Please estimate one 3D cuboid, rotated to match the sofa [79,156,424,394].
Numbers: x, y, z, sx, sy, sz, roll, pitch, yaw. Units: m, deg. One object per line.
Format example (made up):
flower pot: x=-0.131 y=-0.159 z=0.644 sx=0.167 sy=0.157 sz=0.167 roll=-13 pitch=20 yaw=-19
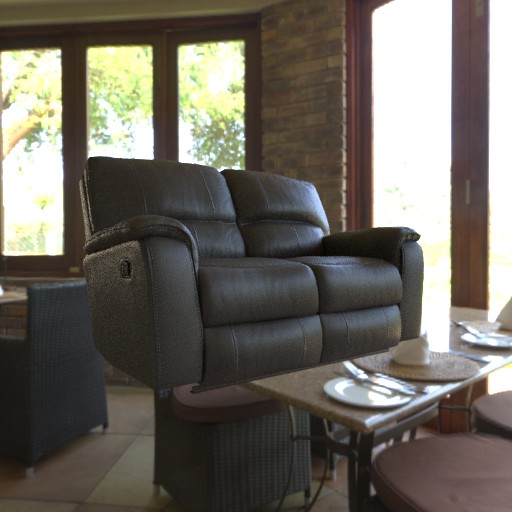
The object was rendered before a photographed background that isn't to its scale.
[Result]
sofa: x=0.000 y=0.000 z=2.471 sx=1.765 sy=1.111 sz=1.104 roll=-1 pitch=1 yaw=-36
